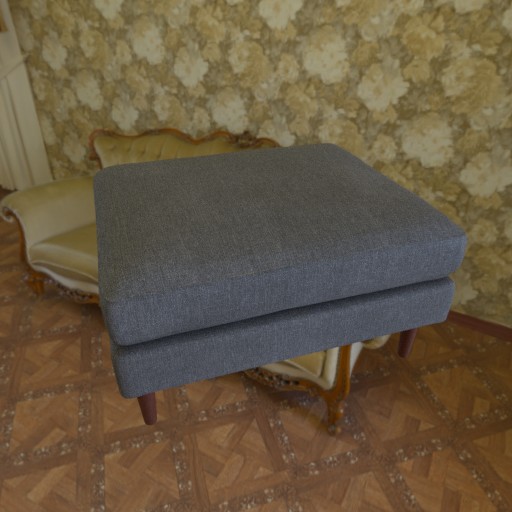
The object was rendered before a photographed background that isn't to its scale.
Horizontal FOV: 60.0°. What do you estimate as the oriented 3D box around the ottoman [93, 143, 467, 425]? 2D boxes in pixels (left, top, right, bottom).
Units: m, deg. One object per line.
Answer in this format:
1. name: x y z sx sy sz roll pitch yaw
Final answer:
1. ottoman: 0.000 0.000 1.263 0.821 0.474 0.693 -10 33 -16
